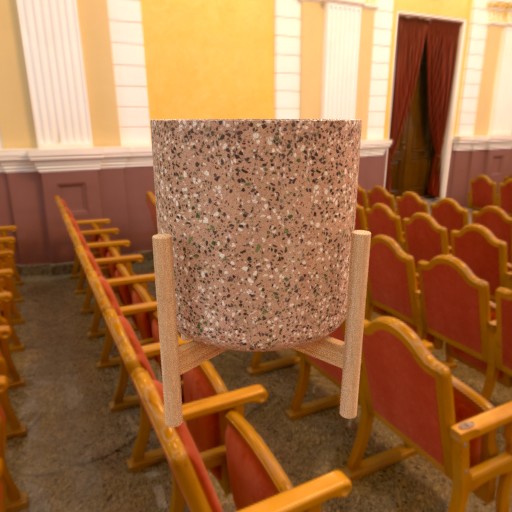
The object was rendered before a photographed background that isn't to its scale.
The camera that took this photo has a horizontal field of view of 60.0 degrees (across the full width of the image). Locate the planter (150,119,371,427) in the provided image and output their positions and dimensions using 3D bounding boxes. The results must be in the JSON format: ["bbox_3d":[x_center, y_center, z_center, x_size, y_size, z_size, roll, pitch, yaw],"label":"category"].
[{"bbox_3d":[0.000,0.000,0.712,0.360,0.419,0.360,-9,19,-25],"label":"planter"}]
